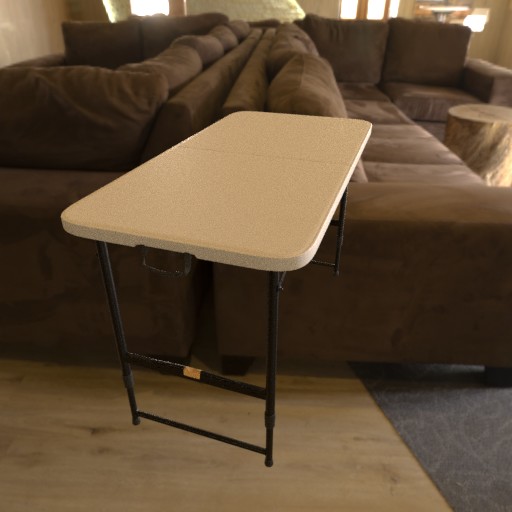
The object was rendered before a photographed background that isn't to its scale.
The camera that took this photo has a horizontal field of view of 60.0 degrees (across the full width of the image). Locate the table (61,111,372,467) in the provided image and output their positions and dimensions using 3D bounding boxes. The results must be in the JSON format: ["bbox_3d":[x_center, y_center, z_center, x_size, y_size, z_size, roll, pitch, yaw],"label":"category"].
[{"bbox_3d":[0.000,0.000,1.602,0.611,0.737,1.245,10,32,16],"label":"table"}]
